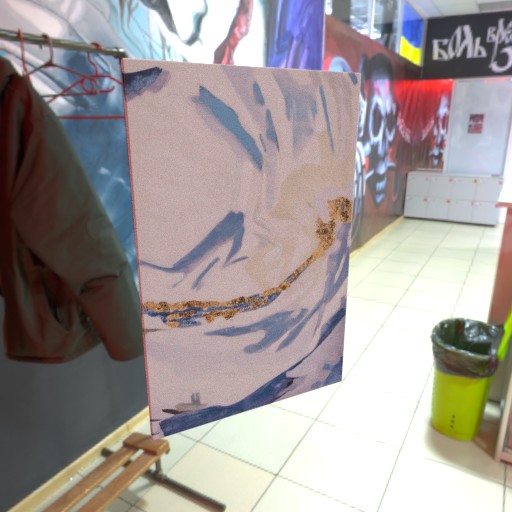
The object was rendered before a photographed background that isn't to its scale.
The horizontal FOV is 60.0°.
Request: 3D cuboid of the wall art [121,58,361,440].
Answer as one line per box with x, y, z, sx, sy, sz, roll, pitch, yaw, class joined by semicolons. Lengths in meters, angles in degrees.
0.000;0.000;1.155;0.610;0.914;0.016;-8;19;-26;wall art
